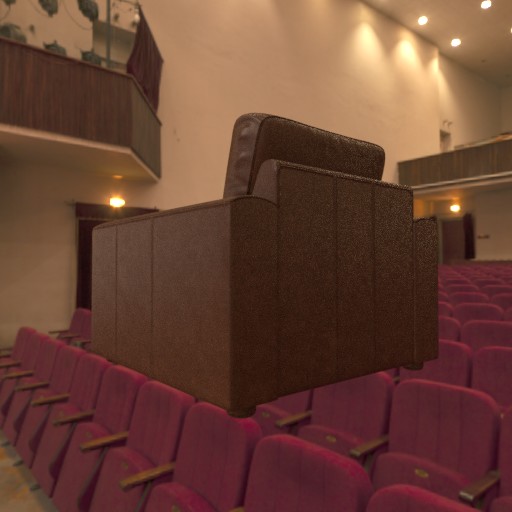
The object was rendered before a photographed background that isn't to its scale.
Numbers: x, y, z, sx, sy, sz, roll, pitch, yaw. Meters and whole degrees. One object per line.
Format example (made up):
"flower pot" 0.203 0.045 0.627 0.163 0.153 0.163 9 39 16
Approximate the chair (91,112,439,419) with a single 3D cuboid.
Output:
"chair" 0.000 0.000 1.788 1.005 0.873 1.016 1 -1 -39
